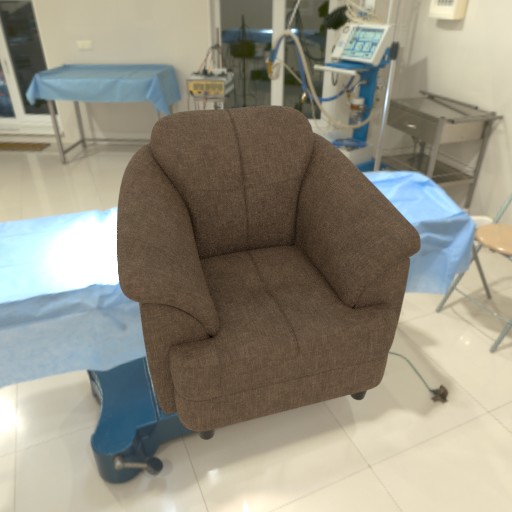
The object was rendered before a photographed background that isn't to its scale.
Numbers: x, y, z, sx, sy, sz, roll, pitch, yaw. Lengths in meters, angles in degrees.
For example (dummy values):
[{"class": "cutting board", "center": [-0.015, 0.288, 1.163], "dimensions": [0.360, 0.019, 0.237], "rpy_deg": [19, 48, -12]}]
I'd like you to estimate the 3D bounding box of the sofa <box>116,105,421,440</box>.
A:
[{"class": "sofa", "center": [0.000, 0.000, 1.489], "dimensions": [0.870, 0.811, 0.794], "rpy_deg": [-9, 33, -14]}]
